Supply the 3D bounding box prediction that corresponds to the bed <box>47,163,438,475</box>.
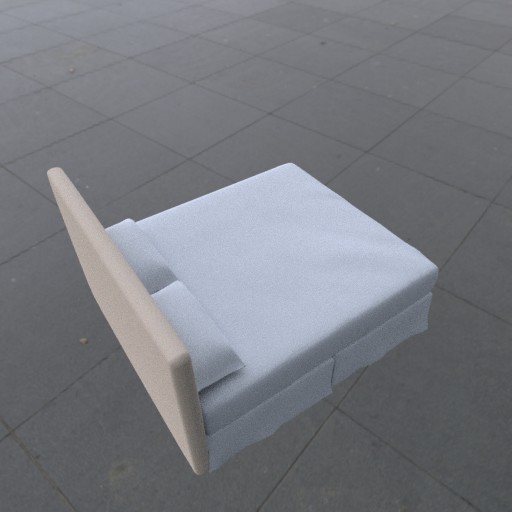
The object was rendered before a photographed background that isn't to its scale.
[{"bbox_3d":[0.000,0.000,3.256,2.142,1.330,1.884,-26,49,-24],"label":"bed"}]
